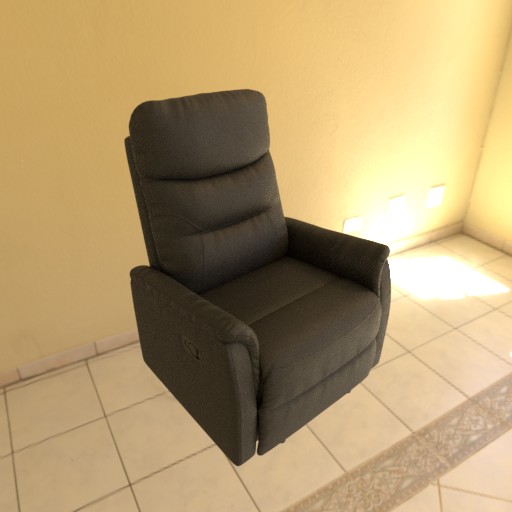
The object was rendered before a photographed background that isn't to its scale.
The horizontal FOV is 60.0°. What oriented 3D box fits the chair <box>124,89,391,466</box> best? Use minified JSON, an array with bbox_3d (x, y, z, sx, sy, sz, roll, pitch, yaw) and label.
[{"bbox_3d":[0.000,0.000,1.645,0.775,1.082,0.831,-23,37,-34],"label":"chair"}]
